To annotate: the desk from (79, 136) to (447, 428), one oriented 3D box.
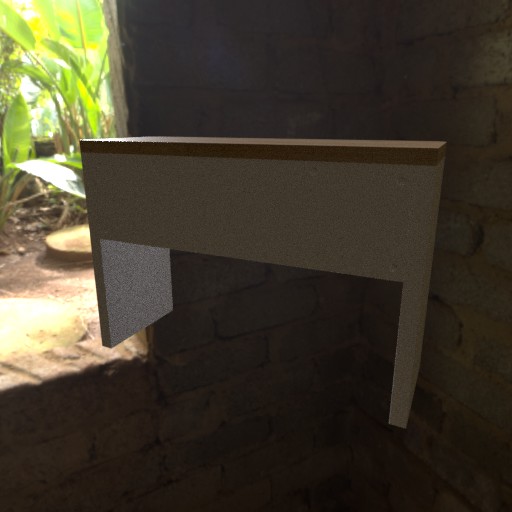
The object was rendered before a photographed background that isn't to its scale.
[{"bbox_3d":[0.000,0.000,1.509,1.100,0.760,0.390,8,19,24],"label":"desk"}]
